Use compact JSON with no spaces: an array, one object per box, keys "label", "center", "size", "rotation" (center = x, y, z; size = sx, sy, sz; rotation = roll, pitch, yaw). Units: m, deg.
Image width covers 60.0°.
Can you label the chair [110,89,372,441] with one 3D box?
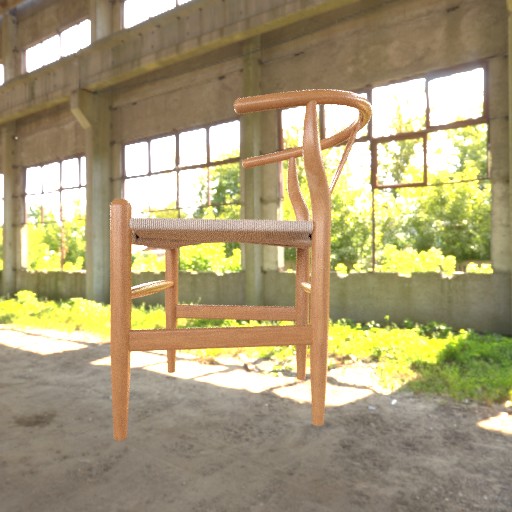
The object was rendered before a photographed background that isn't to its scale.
[{"label":"chair","center":[0.000,0.000,1.146],"size":[0.579,0.730,0.569],"rotation":[0,-1,0]}]
